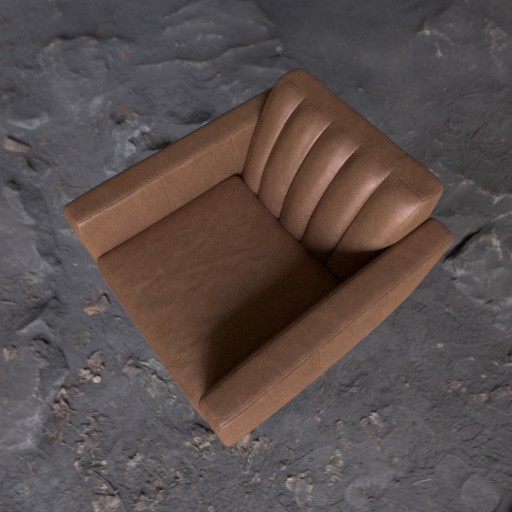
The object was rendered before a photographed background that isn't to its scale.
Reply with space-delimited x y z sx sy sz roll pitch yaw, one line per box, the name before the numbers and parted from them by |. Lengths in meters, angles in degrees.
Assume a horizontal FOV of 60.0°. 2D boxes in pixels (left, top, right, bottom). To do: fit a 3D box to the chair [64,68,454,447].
chair | 0.000 0.000 1.673 0.998 0.819 0.953 -35 68 -17
